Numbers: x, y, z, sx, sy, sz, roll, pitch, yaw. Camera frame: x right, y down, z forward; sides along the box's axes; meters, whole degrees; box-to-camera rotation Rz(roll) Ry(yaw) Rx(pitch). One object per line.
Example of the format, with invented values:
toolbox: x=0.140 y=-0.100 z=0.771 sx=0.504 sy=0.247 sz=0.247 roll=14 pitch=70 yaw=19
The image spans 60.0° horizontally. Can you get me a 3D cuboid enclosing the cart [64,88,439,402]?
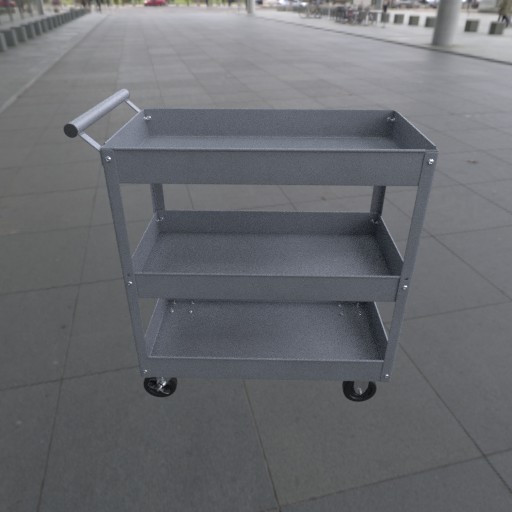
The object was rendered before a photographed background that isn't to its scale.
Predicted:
cart: x=0.000 y=0.000 z=1.178 sx=0.719 sy=0.780 sz=0.366 roll=1 pitch=30 yaw=1
